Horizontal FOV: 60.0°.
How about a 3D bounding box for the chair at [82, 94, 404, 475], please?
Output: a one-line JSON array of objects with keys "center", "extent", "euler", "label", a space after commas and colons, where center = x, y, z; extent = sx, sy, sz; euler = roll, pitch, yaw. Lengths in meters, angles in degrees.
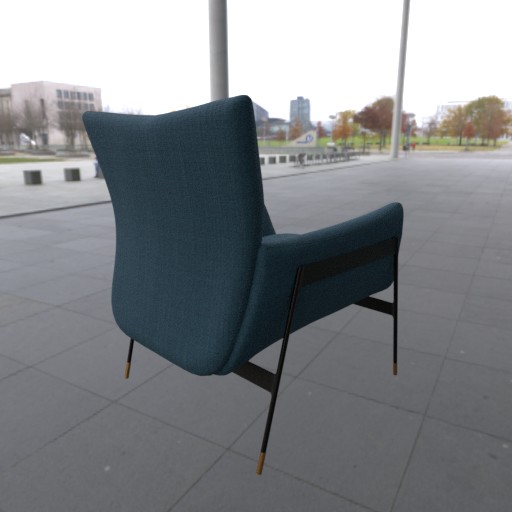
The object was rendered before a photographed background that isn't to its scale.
[{"center": [0.000, 0.000, 1.382], "extent": [0.769, 0.859, 0.678], "euler": [-14, 20, -43], "label": "chair"}]
